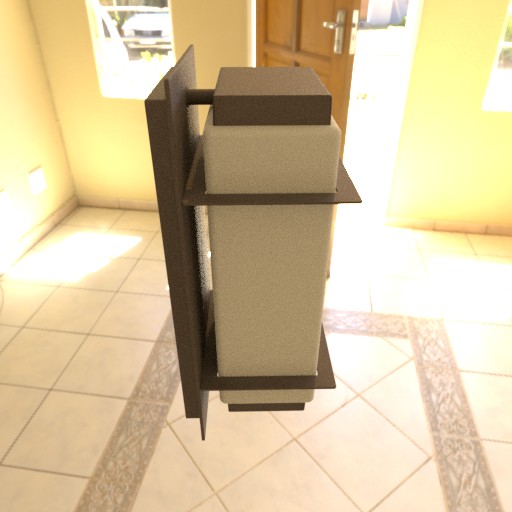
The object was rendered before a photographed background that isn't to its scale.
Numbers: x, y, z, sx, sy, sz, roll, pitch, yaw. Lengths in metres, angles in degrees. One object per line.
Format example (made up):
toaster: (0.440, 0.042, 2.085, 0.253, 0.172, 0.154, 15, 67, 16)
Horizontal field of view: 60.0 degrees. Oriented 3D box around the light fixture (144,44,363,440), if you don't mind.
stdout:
light fixture: (0.000, 0.000, 0.420, 0.146, 0.347, 0.153, -1, 33, -1)
